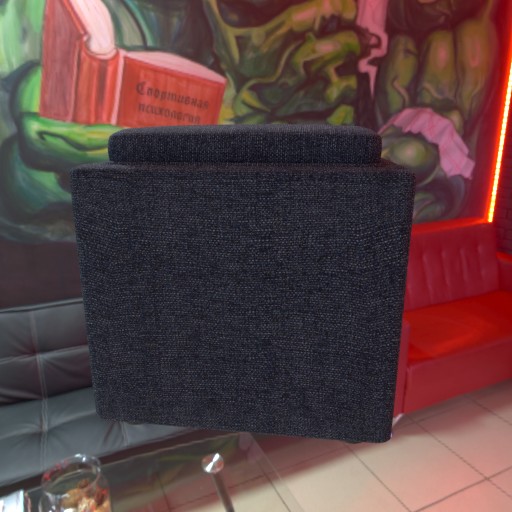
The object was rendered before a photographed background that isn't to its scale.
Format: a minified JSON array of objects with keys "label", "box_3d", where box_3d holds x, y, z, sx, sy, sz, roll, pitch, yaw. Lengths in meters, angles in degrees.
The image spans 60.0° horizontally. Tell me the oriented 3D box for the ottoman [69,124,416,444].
[{"label":"ottoman","box_3d":[0.000,0.000,0.810,0.450,0.460,0.450,2,16,7]}]
